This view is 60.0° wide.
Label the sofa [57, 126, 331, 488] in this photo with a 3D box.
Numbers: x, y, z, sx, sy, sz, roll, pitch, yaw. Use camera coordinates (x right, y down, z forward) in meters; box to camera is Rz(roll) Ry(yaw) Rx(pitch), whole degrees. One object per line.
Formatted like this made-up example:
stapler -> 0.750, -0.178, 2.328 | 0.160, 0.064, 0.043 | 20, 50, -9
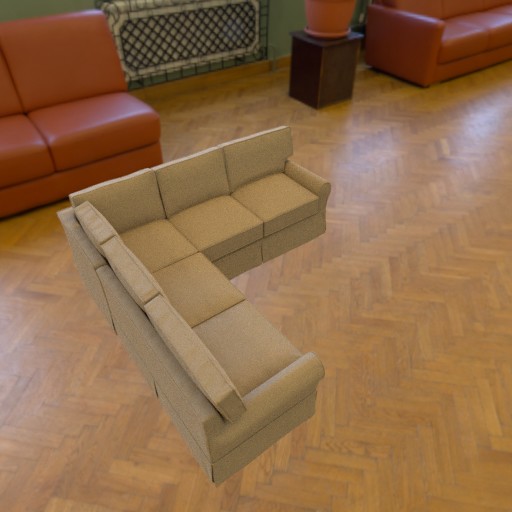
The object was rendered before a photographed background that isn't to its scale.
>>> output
sofa -> 0.000, 0.000, 4.205 | 2.733, 1.124, 2.730 | -26, 47, -27
